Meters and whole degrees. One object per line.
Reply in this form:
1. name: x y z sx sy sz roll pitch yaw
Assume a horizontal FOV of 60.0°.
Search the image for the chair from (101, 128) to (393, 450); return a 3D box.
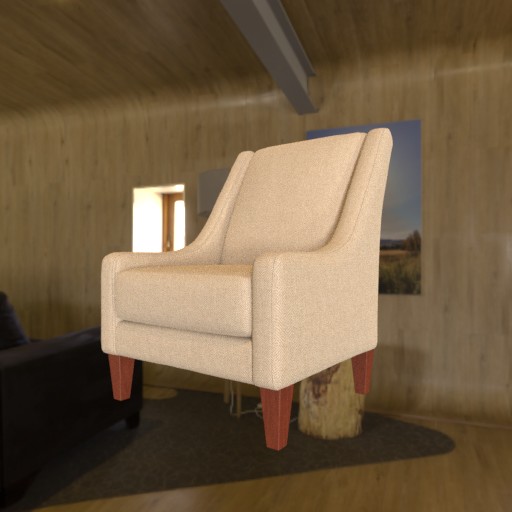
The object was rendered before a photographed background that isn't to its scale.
1. chair: 0.000 0.000 1.666 0.774 1.014 0.870 0 0 36
